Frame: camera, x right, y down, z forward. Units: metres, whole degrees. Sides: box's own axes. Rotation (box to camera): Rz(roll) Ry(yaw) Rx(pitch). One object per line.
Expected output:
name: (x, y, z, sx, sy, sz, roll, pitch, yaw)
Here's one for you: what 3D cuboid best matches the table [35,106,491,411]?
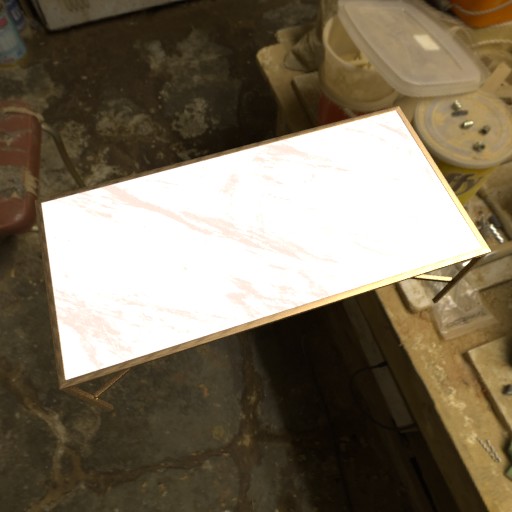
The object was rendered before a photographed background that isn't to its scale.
table: (0.000, 0.000, 1.458, 1.197, 0.405, 0.577, -17, 65, -8)
